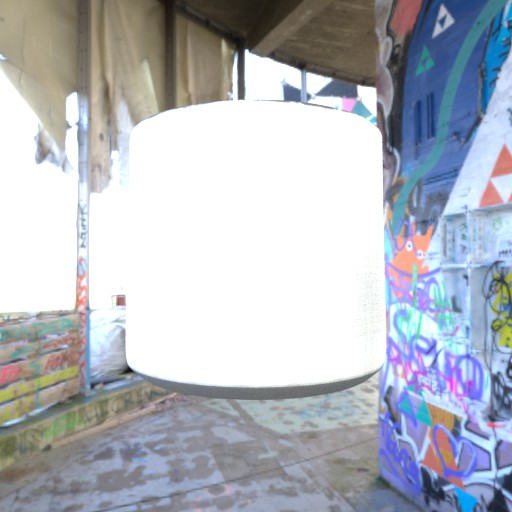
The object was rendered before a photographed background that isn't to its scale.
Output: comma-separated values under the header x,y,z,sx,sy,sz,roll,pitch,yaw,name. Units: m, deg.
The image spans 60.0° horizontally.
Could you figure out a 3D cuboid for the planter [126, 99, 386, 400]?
x,y,z,sx,sy,sz,roll,pitch,yaw,name
0.000,0.000,0.394,0.221,0.201,0.221,0,-2,0,planter
